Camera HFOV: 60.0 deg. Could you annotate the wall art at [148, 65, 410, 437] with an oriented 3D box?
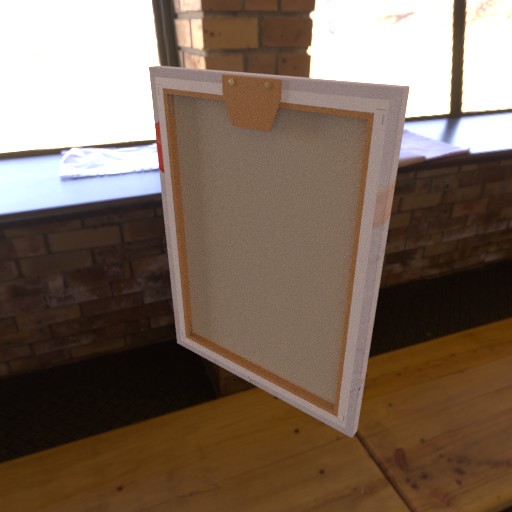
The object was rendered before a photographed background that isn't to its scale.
[{"bbox_3d":[0.000,0.000,1.332,0.759,1.014,0.045,19,34,32],"label":"wall art"}]
